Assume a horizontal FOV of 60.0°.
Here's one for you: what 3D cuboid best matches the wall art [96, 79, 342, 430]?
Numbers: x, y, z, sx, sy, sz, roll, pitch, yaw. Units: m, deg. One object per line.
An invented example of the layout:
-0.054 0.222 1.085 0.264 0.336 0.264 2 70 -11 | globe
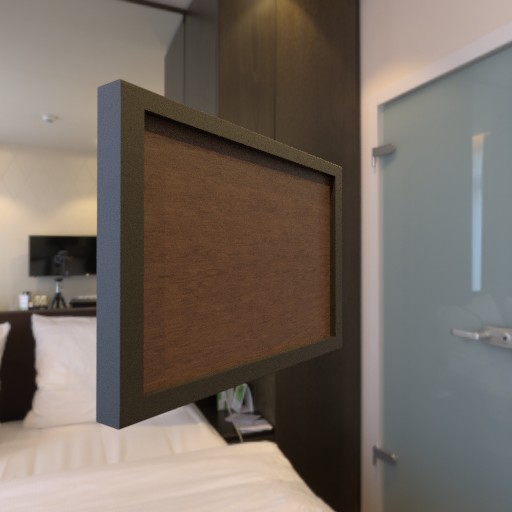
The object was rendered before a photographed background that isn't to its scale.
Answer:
0.000 0.000 0.861 0.051 0.456 0.671 0 -1 36 | wall art
